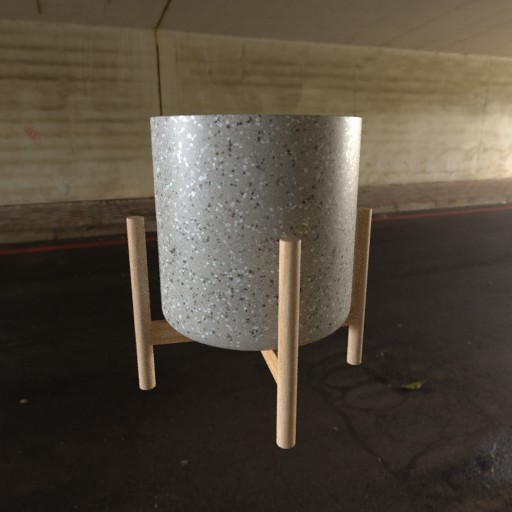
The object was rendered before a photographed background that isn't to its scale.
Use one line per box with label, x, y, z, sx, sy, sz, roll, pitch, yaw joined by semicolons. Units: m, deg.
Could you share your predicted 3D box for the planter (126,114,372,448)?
planter;0.000;0.000;0.706;0.360;0.419;0.360;3;16;9
